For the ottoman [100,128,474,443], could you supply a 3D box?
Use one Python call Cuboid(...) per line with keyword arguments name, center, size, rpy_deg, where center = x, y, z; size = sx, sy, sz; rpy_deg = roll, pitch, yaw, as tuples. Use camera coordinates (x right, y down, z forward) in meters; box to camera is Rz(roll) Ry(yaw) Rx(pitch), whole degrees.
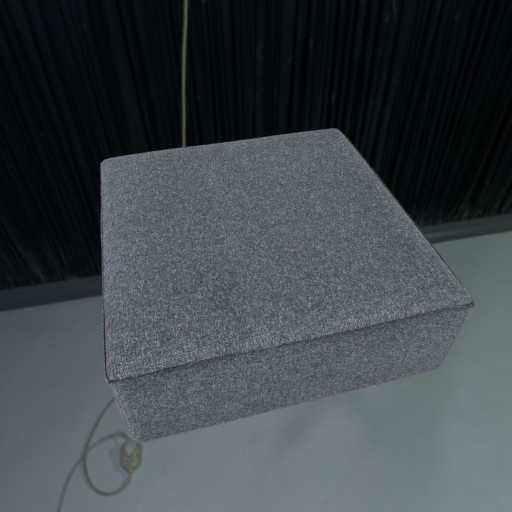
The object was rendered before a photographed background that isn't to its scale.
Cuboid(name="ottoman", center=(0.000, 0.000, 1.592), size=(1.021, 0.423, 1.017), rpy_deg=(-10, 46, -10))
